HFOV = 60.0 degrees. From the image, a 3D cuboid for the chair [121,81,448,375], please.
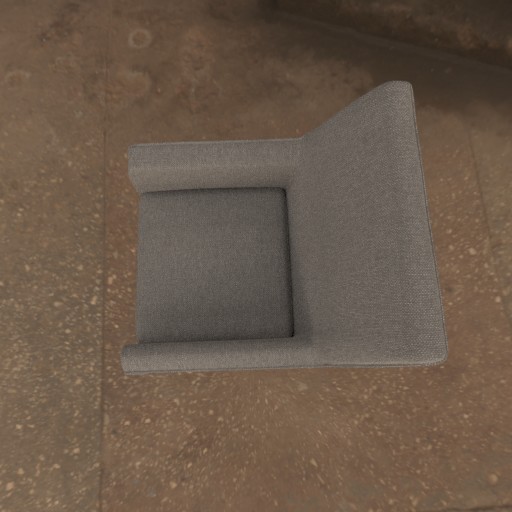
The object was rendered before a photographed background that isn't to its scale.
[{"bbox_3d":[0.000,0.000,1.555,0.899,0.919,0.780,-2,76,0],"label":"chair"}]
